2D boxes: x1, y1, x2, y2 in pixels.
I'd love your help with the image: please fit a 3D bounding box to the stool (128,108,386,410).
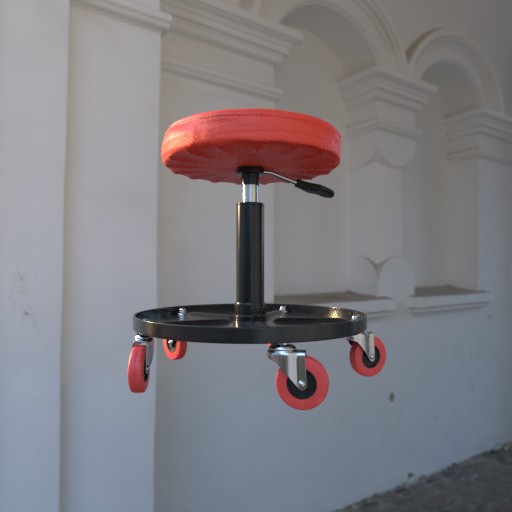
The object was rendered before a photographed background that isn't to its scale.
[{"bbox_3d":[0.000,0.000,0.681,0.382,0.365,0.381,1,-2,-19],"label":"stool"}]
